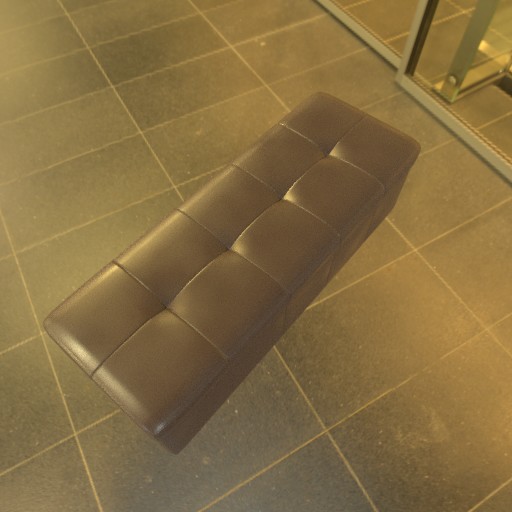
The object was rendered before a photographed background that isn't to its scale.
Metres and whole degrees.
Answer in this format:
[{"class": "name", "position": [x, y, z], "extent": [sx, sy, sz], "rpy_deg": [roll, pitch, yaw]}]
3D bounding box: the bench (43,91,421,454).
[{"class": "bench", "position": [0.000, 0.000, 1.462], "extent": [0.450, 0.417, 1.219], "rpy_deg": [36, 65, 20]}]
